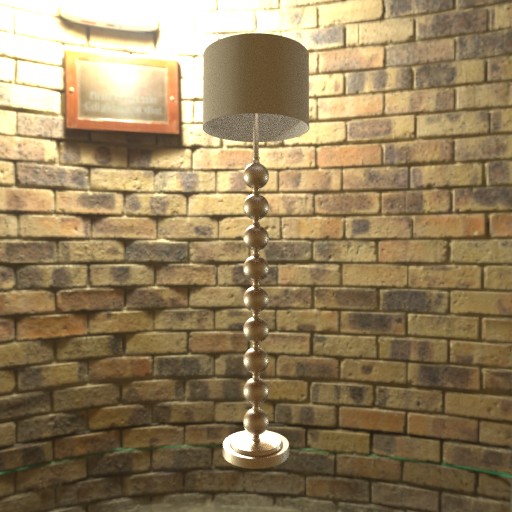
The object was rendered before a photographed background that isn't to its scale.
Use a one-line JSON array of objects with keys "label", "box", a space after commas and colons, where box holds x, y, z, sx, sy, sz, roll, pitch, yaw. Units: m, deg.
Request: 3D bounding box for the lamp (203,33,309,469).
[{"label": "lamp", "box": [0.000, 0.000, 1.652, 0.394, 1.474, 0.394, 1, 1, 36]}]
